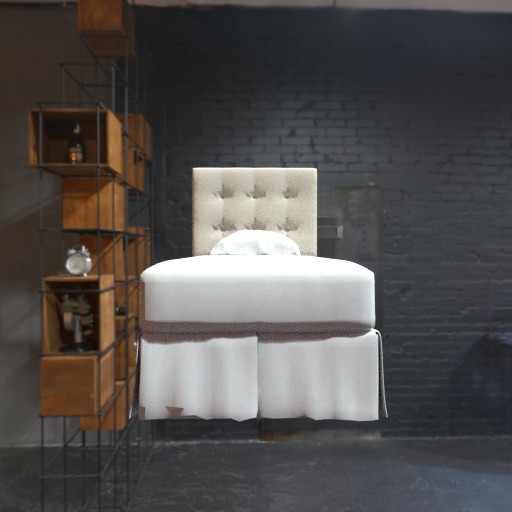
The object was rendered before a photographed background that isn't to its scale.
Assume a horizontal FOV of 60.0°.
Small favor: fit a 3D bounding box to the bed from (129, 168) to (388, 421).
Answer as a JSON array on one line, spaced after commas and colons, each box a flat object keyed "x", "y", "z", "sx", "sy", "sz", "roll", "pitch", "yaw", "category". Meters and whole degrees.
[{"x": 0.000, "y": 0.000, "z": 3.100, "sx": 1.261, "sy": 1.571, "sz": 1.997, "roll": 0, "pitch": 1, "yaw": -1, "category": "bed"}]
